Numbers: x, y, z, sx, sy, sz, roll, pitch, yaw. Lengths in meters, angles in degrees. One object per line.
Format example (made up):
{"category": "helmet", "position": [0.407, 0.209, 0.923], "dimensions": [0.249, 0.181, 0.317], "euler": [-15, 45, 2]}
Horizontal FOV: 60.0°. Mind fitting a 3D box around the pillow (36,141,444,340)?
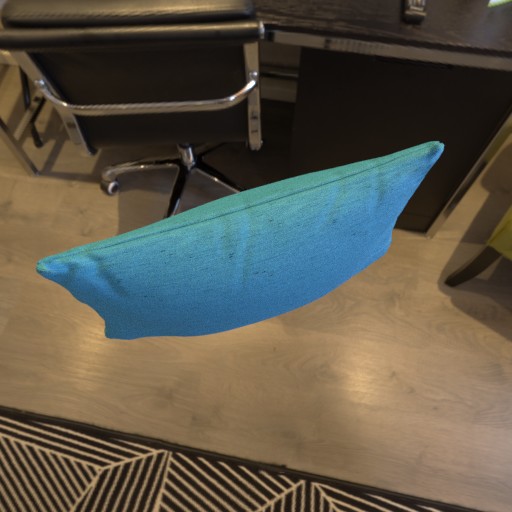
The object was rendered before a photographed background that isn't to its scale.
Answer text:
{"category": "pillow", "position": [0.000, 0.000, 0.788], "dimensions": [0.633, 0.338, 0.210], "euler": [-18, 65, -9]}
